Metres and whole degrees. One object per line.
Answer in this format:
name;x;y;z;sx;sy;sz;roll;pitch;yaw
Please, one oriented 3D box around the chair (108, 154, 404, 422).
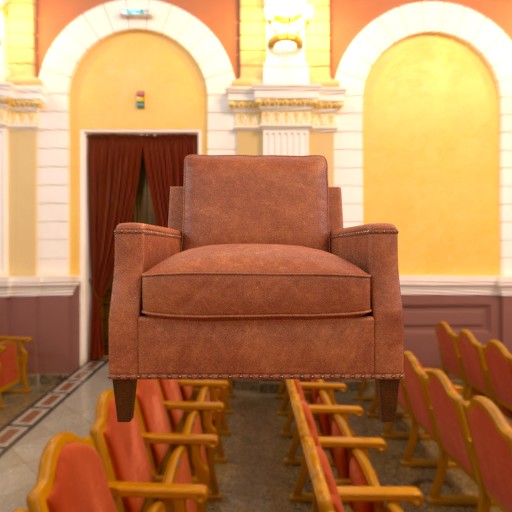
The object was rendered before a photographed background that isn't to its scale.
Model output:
chair;0.000;0.000;1.727;0.853;0.943;1.014;0;1;0
